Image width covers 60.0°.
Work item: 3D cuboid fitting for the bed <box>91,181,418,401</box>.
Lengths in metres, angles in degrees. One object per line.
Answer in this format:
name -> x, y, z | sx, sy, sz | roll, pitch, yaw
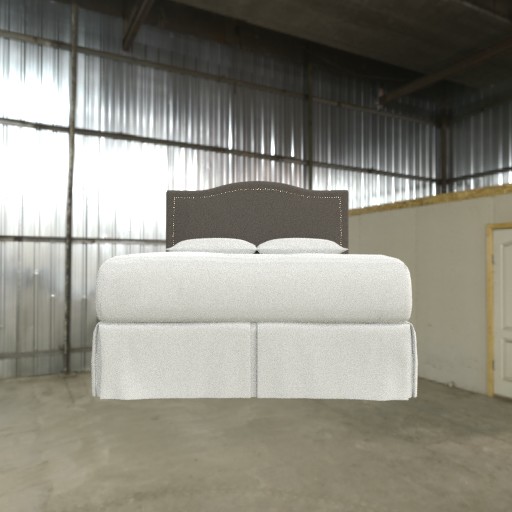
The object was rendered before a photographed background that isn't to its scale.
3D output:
bed -> 0.000, 0.000, 3.097 | 1.666, 1.387, 2.036 | 0, 0, 1
